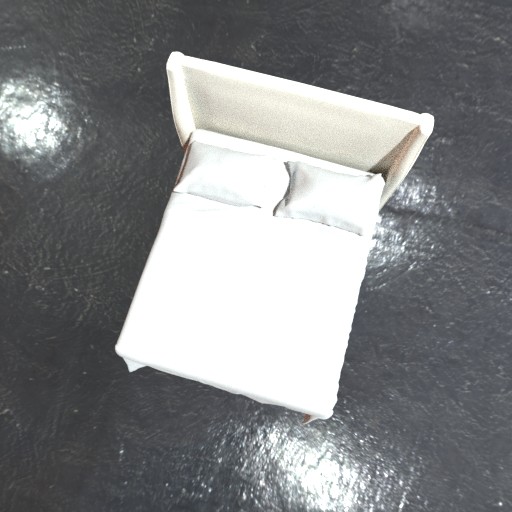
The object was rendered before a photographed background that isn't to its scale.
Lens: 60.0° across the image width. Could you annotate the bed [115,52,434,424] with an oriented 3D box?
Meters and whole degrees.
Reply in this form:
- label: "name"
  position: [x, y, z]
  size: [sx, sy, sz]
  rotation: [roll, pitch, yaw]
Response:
- label: "bed"
  position: [0.000, 0.000, 3.442]
  size: [1.925, 1.332, 2.276]
  rotation: [16, 76, 4]
